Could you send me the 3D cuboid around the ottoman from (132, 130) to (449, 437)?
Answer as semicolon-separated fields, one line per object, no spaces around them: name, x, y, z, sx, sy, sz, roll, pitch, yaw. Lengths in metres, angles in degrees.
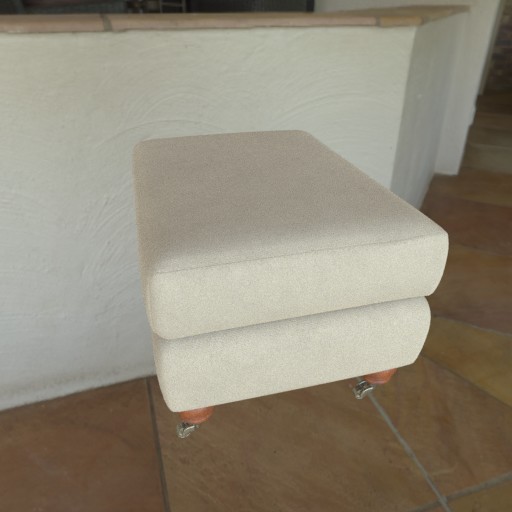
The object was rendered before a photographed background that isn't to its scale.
ottoman;0.000;0.000;1.153;0.569;0.504;0.773;-8;31;-13
